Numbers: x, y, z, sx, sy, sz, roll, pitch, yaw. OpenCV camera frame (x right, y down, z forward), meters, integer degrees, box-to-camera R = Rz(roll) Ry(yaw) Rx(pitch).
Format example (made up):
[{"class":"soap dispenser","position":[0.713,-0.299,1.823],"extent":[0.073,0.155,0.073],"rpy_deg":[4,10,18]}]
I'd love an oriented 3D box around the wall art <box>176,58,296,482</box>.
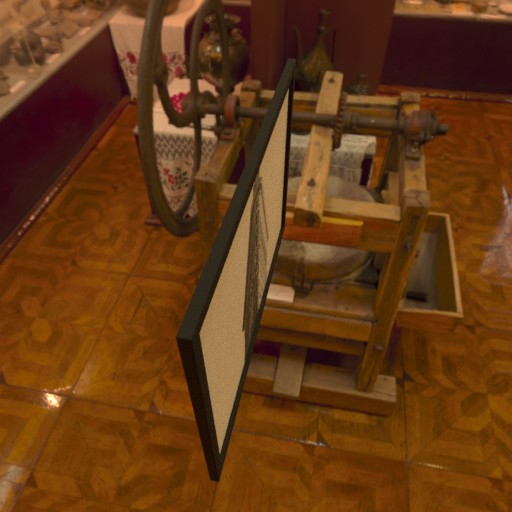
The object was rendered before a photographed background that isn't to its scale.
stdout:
[{"class":"wall art","position":[0.000,0.000,1.193],"extent":[0.026,0.656,0.958],"rpy_deg":[9,48,9]}]
